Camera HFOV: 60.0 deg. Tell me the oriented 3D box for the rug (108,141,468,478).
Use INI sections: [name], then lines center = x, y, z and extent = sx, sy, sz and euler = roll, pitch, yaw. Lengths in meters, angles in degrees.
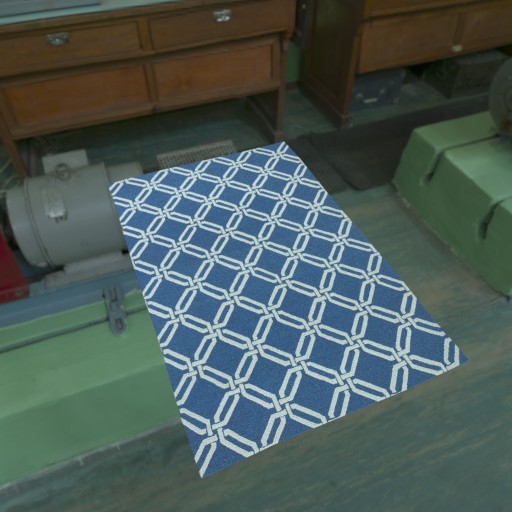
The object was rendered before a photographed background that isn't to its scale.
[rug]
center = 0.000, 0.000, 2.195
extent = 1.153, 0.010, 1.755
euler = -17, 49, -16
